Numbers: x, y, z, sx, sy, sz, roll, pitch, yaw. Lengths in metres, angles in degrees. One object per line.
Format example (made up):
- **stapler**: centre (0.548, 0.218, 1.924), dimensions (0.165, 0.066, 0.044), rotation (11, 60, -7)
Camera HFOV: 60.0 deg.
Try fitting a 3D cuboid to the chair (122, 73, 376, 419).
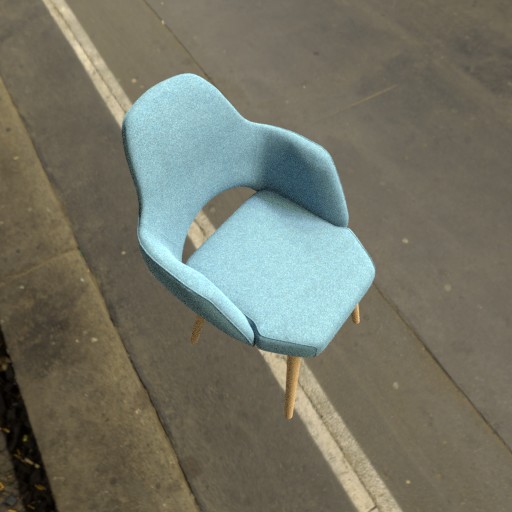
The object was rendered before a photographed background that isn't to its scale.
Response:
- **chair**: centre (0.000, 0.000, 1.357), dimensions (0.666, 0.920, 0.589), rotation (34, 64, 19)
